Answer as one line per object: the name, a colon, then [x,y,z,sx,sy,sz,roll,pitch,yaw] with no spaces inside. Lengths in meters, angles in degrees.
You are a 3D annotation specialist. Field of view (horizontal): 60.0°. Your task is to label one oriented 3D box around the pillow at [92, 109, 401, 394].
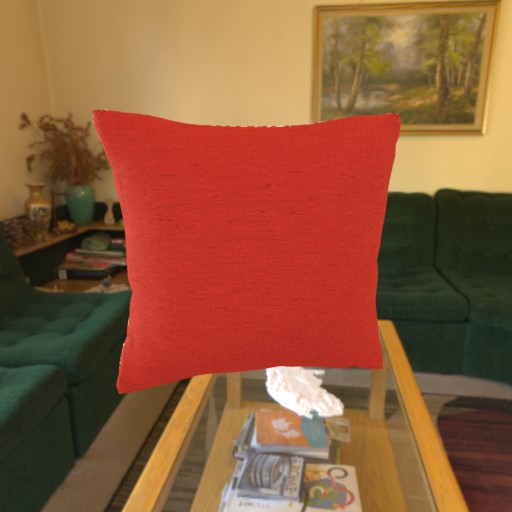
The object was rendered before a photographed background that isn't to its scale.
pillow: [0.000,0.000,0.672,0.438,0.419,0.162,-3,15,-9]
